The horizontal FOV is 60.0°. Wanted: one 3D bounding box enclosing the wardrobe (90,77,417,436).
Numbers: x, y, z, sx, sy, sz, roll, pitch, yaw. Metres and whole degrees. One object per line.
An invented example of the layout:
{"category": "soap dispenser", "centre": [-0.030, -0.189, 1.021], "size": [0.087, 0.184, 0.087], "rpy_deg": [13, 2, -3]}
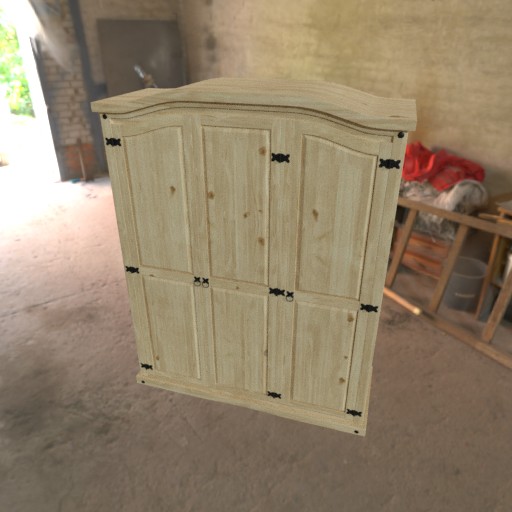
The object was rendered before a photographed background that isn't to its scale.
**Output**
{"category": "wardrobe", "centre": [0.000, 0.000, 2.581], "size": [1.500, 1.870, 0.570], "rpy_deg": [8, 29, 15]}
